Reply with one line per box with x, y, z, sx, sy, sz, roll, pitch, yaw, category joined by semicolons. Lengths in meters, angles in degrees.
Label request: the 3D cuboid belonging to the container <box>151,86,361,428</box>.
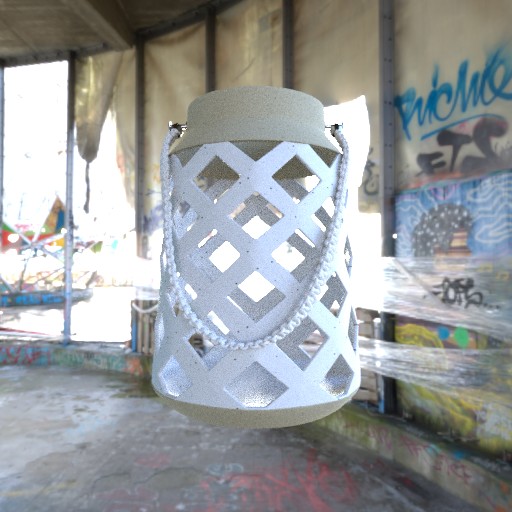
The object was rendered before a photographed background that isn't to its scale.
0.000;0.000;0.401;0.188;0.264;0.198;0;-1;0;container
